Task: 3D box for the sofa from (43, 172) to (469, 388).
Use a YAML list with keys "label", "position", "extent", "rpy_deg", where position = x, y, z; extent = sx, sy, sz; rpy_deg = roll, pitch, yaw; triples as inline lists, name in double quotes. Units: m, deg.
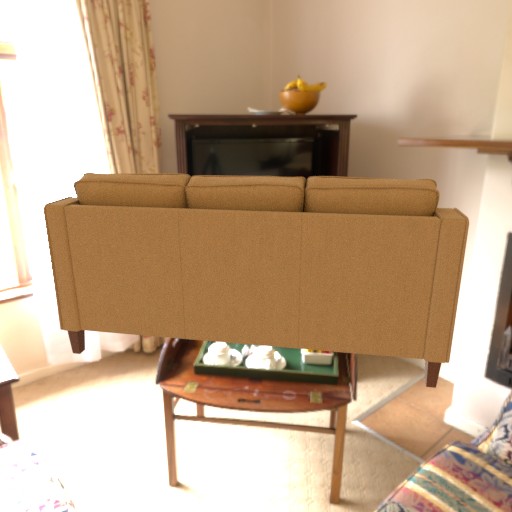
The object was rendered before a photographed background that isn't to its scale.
- label: "sofa"
  position: [0.000, 0.000, 2.543]
  extent: [1.986, 0.974, 0.911]
  rpy_deg: [3, 17, 10]
